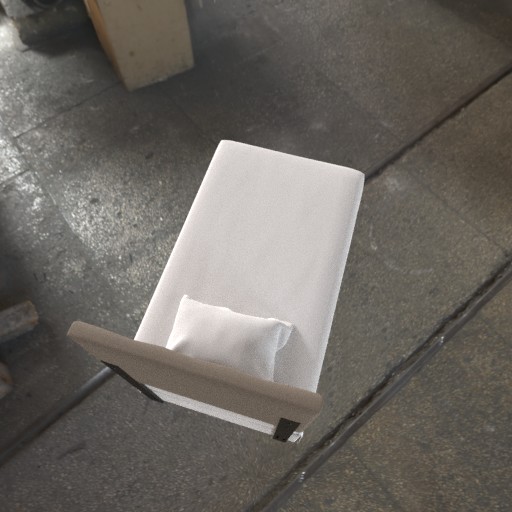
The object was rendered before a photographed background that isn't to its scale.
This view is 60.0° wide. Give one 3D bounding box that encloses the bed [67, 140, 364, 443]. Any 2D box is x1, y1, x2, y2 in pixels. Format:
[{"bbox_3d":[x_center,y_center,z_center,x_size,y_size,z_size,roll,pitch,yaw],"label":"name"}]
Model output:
[{"bbox_3d":[0.000,0.000,2.958,1.261,1.571,1.997,15,64,7],"label":"bed"}]
